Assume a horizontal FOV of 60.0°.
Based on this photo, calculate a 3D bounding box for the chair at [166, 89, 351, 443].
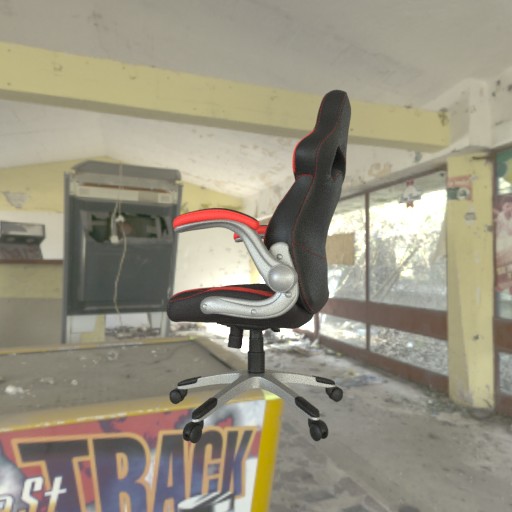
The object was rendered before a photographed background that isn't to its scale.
[{"bbox_3d":[0.000,0.000,1.686,0.712,1.165,0.758,0,-2,17],"label":"chair"}]
